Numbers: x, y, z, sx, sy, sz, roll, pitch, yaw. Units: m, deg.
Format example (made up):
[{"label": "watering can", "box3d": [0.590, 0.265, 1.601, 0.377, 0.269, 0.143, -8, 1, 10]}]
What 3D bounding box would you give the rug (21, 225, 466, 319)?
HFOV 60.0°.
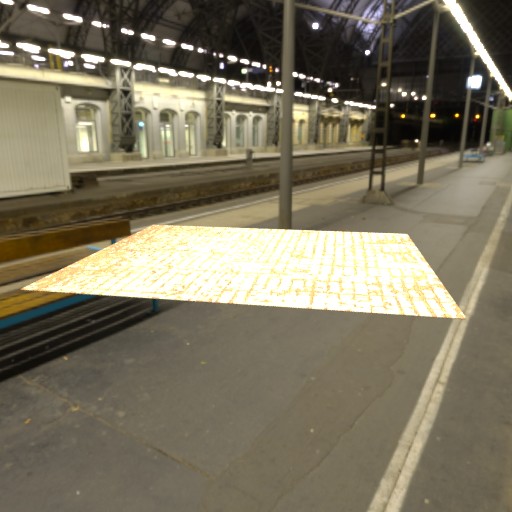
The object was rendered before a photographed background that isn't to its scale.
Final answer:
[{"label": "rug", "box3d": [0.000, 0.000, 4.125, 3.050, 0.011, 2.441, 3, 15, 10]}]
